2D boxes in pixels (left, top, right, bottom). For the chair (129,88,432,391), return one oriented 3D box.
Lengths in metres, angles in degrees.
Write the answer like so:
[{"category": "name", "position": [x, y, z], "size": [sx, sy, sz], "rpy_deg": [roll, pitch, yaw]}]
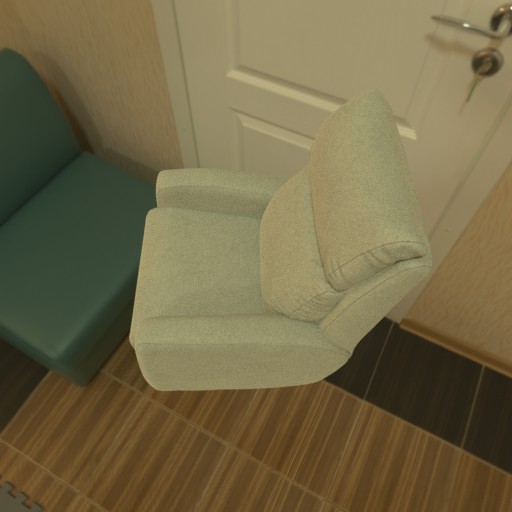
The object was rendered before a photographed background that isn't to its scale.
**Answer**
[{"category": "chair", "position": [0.000, 0.000, 1.641], "size": [0.940, 1.021, 0.794], "rpy_deg": [-1, 58, -1]}]
